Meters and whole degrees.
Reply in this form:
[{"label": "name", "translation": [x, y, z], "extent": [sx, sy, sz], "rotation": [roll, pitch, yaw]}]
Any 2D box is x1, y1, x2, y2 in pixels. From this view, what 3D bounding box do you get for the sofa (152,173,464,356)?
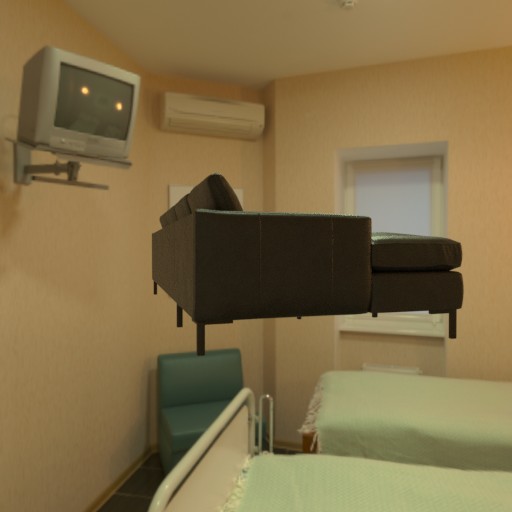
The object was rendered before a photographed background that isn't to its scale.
[{"label": "sofa", "translation": [0.000, 0.000, 3.586], "extent": [1.471, 0.859, 2.993], "rotation": [0, 1, -17]}]
